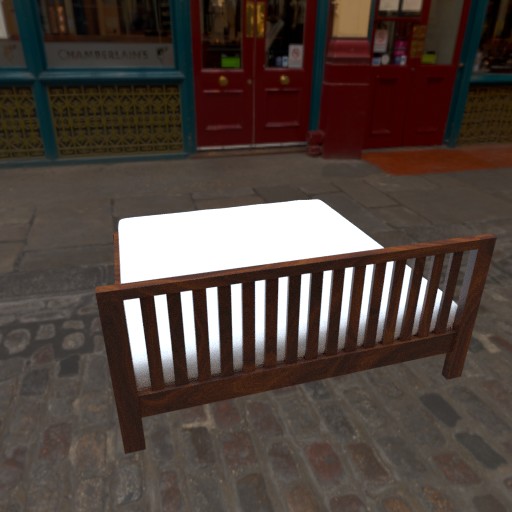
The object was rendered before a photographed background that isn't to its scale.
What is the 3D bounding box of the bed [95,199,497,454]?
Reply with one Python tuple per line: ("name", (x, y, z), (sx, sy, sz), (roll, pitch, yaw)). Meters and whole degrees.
("bed", (0.000, 0.000, 3.036), (1.905, 0.890, 2.030), (-7, 27, -15))
